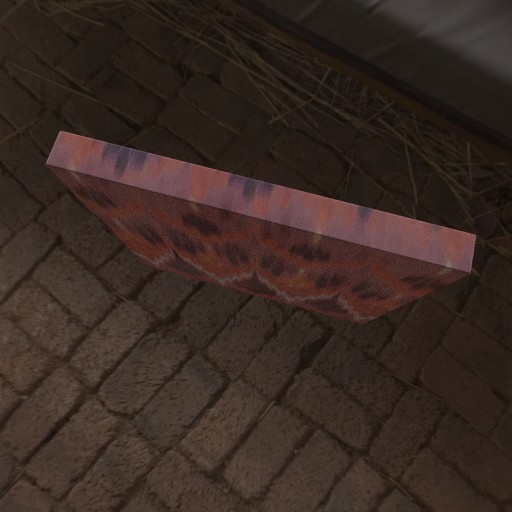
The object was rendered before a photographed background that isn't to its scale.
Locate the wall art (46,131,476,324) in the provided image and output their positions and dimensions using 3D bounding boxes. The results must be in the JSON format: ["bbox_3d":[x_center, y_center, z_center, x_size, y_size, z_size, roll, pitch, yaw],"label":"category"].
[{"bbox_3d":[0.000,0.000,0.606,0.403,0.406,0.038,15,76,4],"label":"wall art"}]
